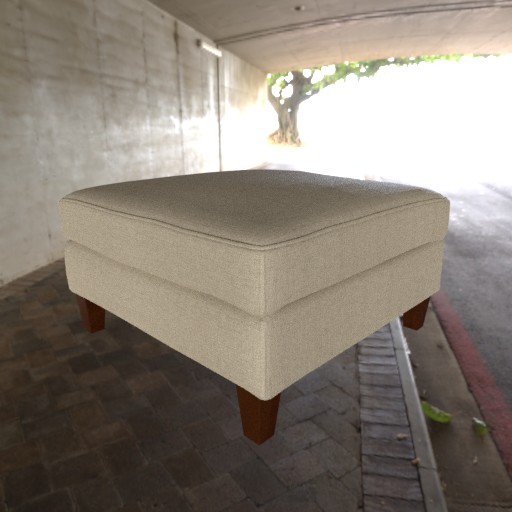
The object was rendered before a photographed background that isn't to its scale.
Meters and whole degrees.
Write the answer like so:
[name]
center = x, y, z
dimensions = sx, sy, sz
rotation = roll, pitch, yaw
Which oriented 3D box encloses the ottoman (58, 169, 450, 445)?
[ottoman]
center = 0.000, 0.000, 1.343
dimensions = 0.838, 0.478, 0.838
rotation = 15, 23, 42
